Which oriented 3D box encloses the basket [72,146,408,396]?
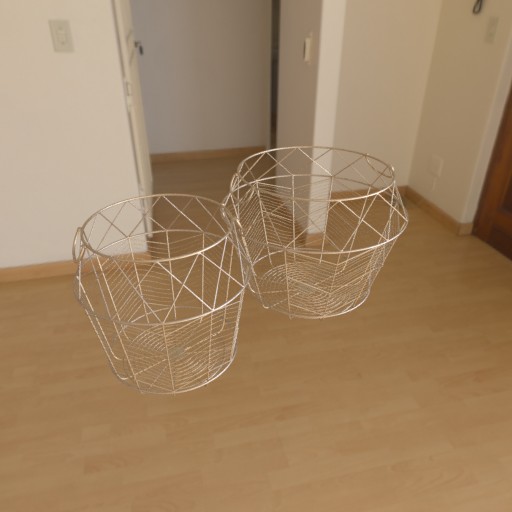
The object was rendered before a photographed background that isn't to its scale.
[{"bbox_3d":[0.000,0.000,1.029,0.805,0.343,0.451,-22,37,-33],"label":"basket"}]
